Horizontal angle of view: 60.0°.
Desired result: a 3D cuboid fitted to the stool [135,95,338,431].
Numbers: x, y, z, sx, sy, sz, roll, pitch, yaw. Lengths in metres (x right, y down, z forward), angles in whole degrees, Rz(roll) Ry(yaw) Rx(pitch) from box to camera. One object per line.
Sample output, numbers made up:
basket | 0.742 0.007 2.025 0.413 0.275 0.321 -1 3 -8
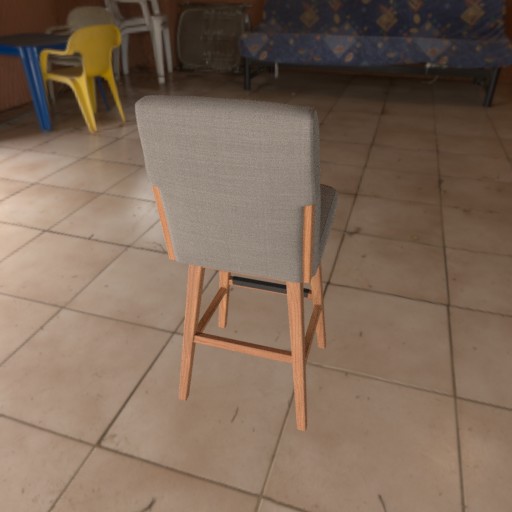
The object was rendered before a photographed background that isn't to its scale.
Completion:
stool | 0.000 0.000 1.464 0.483 1.112 0.570 9 33 14
